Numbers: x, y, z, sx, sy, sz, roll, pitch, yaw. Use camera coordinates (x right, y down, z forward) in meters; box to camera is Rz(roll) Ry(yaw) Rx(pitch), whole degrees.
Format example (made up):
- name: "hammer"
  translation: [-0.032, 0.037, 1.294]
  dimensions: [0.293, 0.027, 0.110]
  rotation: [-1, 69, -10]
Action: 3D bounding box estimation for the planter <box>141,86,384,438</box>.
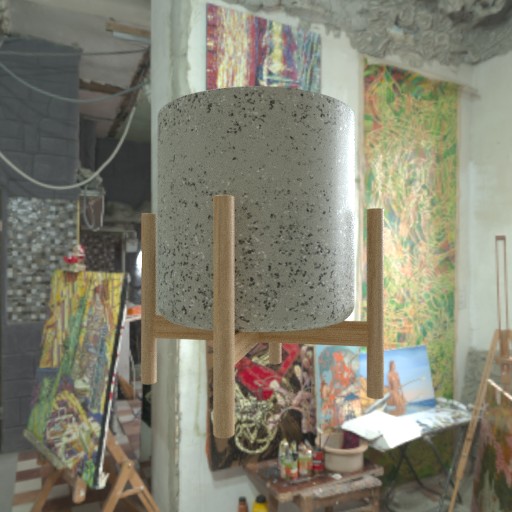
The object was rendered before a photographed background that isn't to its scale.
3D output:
- name: "planter"
  translation: [0.000, 0.000, 0.698]
  dimensions: [0.360, 0.419, 0.360]
  rotation: [0, 0, 35]
